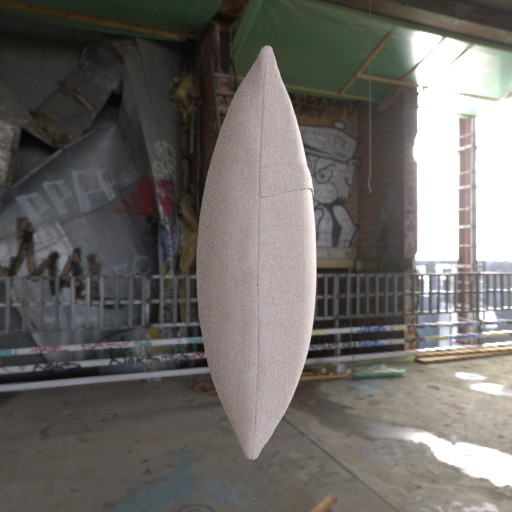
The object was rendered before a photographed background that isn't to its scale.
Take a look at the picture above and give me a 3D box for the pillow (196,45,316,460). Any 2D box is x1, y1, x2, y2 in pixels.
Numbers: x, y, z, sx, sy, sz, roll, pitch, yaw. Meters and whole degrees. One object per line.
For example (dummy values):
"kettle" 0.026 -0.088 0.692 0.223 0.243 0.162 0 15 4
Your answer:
"pillow" 0.000 0.000 0.674 0.173 0.436 0.433 0 -1 0
